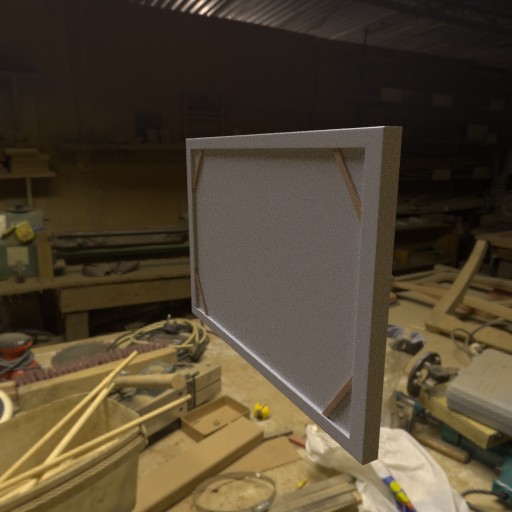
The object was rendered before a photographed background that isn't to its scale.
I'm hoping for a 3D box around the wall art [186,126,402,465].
[{"bbox_3d":[0.000,0.000,1.158,0.038,0.609,0.914,-7,15,-27],"label":"wall art"}]
